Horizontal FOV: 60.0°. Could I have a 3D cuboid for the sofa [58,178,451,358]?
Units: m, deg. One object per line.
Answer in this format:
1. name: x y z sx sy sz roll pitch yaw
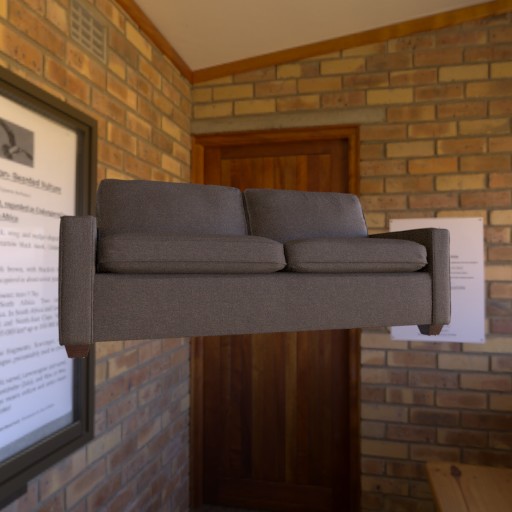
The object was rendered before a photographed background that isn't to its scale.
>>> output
1. sofa: 0.000 0.000 2.601 2.080 0.919 0.940 0 -1 -19
